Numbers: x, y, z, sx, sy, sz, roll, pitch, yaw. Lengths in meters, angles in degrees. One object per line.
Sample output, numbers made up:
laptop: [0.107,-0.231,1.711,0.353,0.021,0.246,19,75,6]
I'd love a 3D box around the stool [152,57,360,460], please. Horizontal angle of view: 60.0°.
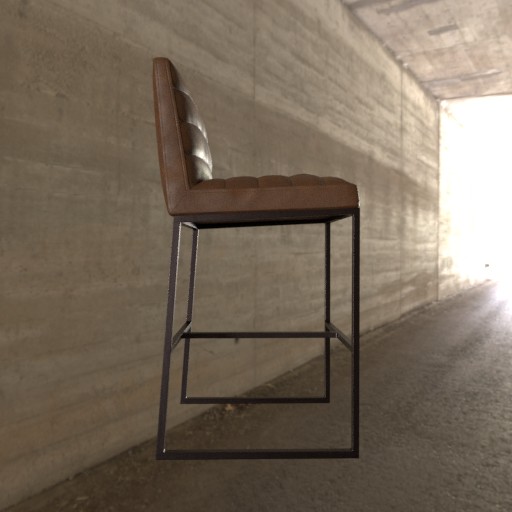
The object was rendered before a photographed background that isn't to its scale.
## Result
stool: [0.000,0.000,1.379,0.562,1.065,0.463,0,1,-1]
